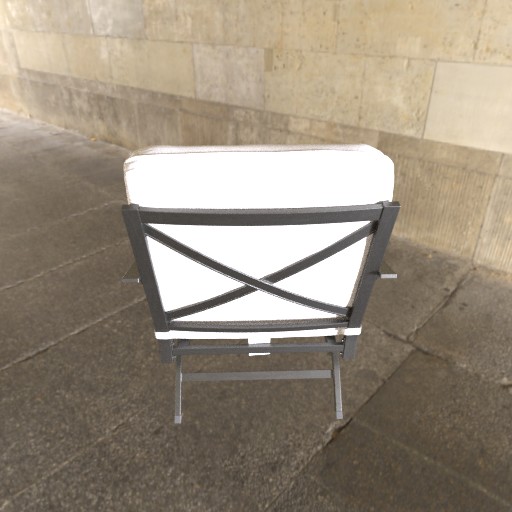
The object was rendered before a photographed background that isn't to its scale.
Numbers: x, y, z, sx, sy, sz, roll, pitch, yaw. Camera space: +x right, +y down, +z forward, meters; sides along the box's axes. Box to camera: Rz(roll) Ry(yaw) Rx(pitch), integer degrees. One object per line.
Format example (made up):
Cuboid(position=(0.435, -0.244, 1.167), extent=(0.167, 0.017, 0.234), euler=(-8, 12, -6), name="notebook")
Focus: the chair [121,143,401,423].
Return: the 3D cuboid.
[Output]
Cuboid(position=(0.000, 0.000, 1.405), extent=(0.650, 0.860, 0.787), euler=(-1, 29, -2), name="chair")
